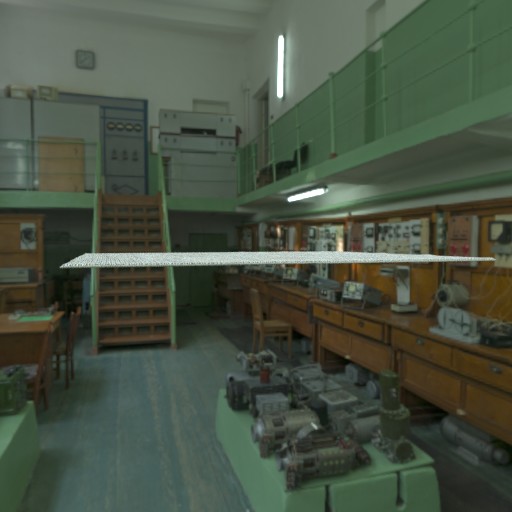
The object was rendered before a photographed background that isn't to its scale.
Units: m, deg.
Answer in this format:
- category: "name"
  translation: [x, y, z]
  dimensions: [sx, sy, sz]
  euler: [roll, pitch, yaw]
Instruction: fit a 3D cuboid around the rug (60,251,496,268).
- category: "rug"
  translation: [0.000, 0.000, 4.042]
  dimensions: [3.052, 0.030, 2.429]
  euler: [-1, 2, -18]
